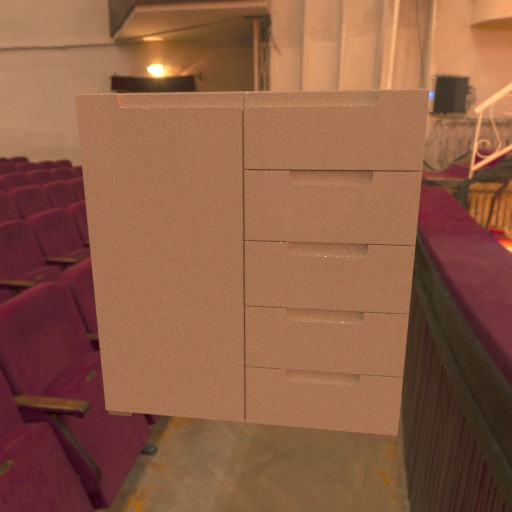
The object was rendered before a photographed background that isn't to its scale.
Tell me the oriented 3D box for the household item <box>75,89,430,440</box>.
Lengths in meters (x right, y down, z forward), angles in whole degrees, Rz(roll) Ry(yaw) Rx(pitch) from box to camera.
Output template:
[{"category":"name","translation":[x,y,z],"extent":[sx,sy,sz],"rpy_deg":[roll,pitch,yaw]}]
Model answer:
[{"category":"household item","translation":[0.000,0.000,1.298],"extent":[0.800,0.870,0.420],"rpy_deg":[2,15,8]}]
